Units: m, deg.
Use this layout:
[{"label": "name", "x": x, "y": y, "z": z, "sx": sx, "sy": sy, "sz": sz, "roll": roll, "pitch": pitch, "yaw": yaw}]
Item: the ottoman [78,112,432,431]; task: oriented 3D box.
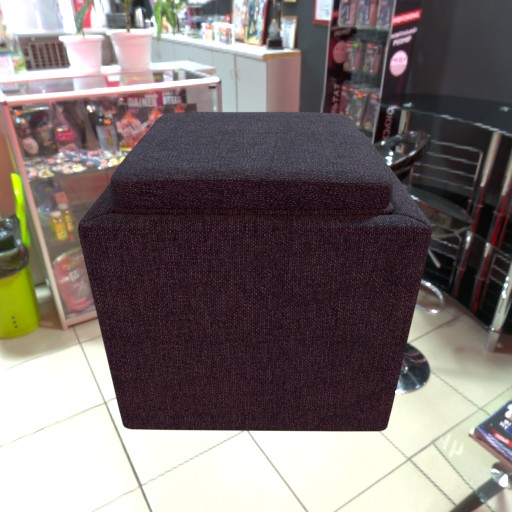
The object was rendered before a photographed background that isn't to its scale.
[{"label": "ottoman", "x": 0.000, "y": 0.000, "z": 0.824, "sx": 0.450, "sy": 0.460, "sz": 0.450, "roll": 0, "pitch": 31, "yaw": 0}]
